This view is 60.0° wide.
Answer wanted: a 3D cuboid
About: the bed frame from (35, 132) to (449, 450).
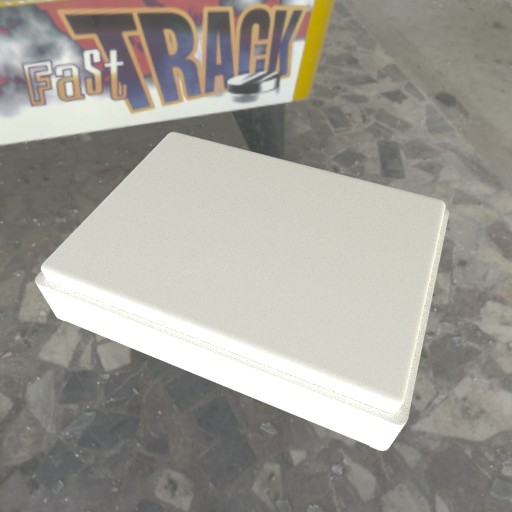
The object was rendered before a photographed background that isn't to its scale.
[{"bbox_3d":[0.000,0.000,2.526,1.900,0.406,1.400,18,51,15],"label":"bed frame"}]
